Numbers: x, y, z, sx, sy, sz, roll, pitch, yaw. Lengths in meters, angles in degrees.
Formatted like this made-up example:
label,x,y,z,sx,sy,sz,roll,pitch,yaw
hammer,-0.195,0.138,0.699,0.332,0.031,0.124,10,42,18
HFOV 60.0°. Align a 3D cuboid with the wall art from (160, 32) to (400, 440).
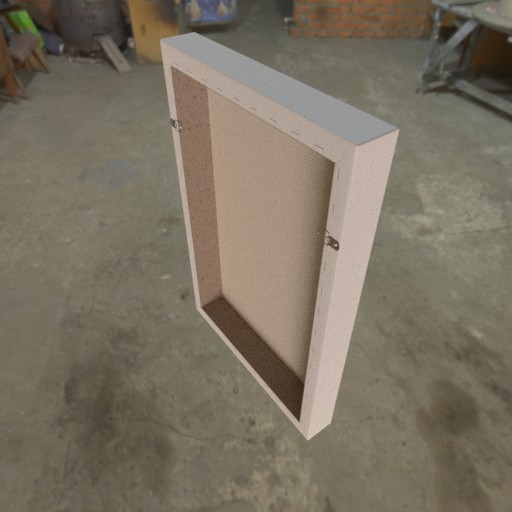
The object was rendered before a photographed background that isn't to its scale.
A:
label,x,y,z,sx,sy,sz,roll,pitch,yaw
wall art,0.000,0.000,0.474,0.039,0.381,0.252,-26,49,-26
